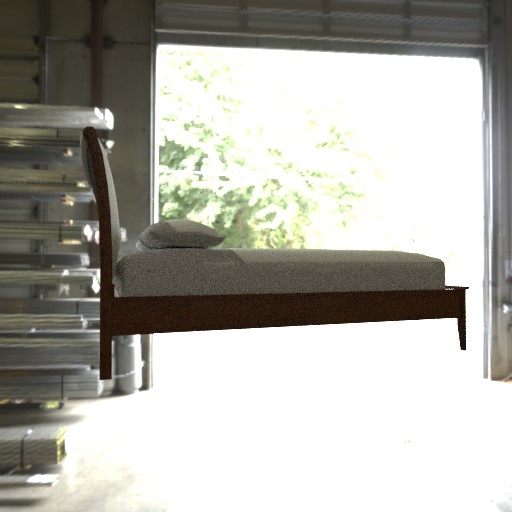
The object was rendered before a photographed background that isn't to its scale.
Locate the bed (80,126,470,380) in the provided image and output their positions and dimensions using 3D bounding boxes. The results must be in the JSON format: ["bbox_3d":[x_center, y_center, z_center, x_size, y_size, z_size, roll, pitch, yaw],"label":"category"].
[{"bbox_3d":[0.000,0.000,3.256,2.380,1.250,1.612,0,-1,-19],"label":"bed"}]
